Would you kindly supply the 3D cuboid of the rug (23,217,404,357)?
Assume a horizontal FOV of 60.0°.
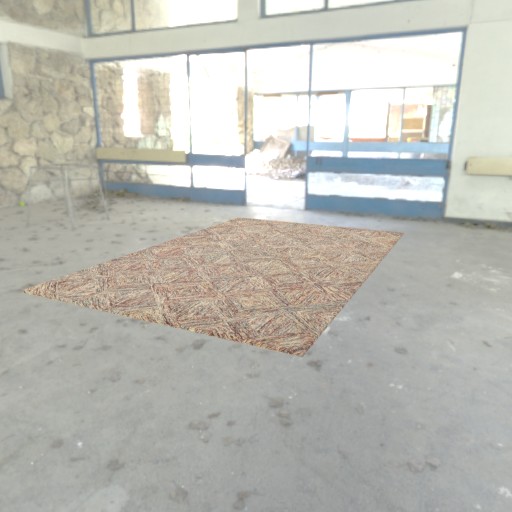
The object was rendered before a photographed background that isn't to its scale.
[{"bbox_3d":[0.000,0.000,2.920,1.523,0.019,2.285,8,17,26],"label":"rug"}]
